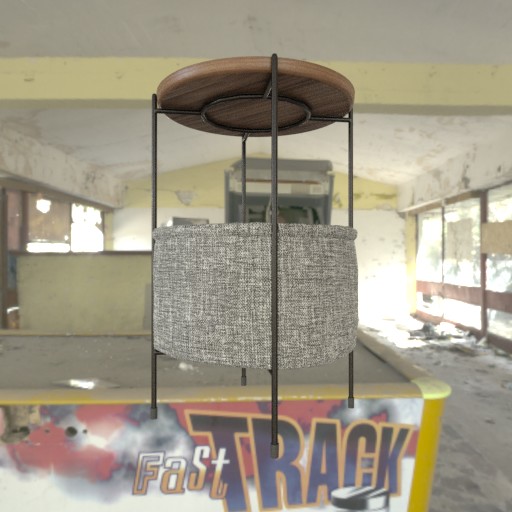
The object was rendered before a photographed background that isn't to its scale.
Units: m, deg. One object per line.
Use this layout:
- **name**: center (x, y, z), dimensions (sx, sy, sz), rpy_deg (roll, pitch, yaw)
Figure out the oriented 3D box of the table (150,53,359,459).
- **table**: center (0.000, 0.000, 0.882), dimensions (0.400, 0.623, 0.400), rpy_deg (0, -1, 36)
